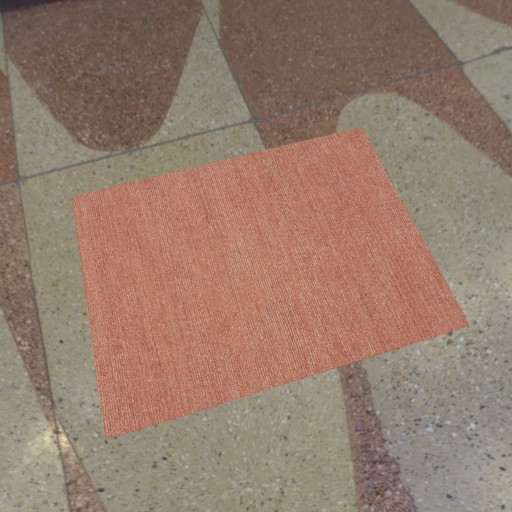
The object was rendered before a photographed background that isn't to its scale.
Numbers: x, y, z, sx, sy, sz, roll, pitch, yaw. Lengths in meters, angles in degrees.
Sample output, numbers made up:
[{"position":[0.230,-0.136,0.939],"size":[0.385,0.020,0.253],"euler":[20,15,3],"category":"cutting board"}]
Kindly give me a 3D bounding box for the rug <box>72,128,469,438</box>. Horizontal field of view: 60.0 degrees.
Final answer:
[{"position":[0.000,0.000,2.775],"size":[2.112,0.009,1.594],"euler":[-15,64,-8],"category":"rug"}]
